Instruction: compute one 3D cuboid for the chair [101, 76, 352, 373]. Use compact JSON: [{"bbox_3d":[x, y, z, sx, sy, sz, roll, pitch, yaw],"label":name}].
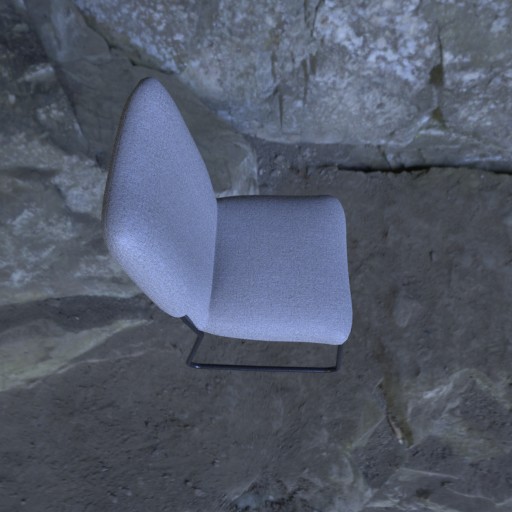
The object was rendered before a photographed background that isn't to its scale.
[{"bbox_3d":[0.000,0.000,1.193,0.560,0.864,0.448,1,64,1],"label":"chair"}]
